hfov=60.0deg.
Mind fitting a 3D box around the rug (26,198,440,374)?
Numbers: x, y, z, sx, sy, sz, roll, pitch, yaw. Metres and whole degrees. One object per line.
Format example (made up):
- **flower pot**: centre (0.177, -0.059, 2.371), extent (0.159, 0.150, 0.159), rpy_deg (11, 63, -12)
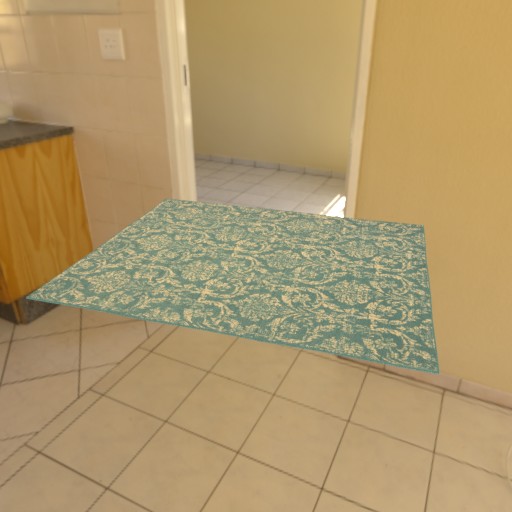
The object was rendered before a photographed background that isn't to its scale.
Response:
- **rug**: centre (0.000, 0.000, 4.024), extent (2.980, 0.012, 2.363), rpy_deg (8, 28, 15)
